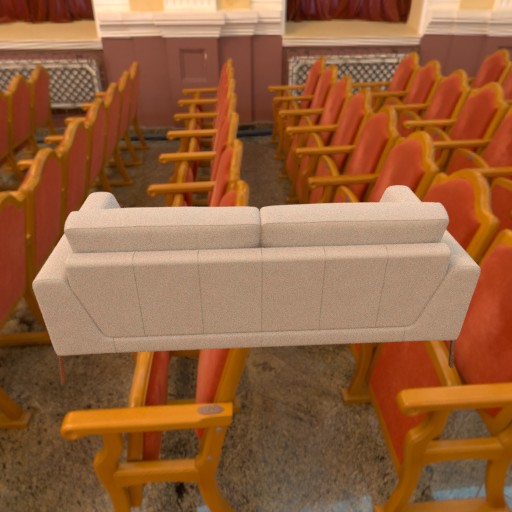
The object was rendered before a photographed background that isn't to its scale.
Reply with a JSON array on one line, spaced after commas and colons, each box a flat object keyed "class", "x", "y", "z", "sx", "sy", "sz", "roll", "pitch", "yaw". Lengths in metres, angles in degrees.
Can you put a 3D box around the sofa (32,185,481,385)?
[{"class": "sofa", "x": 0.000, "y": 0.000, "z": 2.439, "sx": 2.017, "sy": 0.875, "sz": 0.953, "roll": -2, "pitch": 32, "yaw": -3}]
